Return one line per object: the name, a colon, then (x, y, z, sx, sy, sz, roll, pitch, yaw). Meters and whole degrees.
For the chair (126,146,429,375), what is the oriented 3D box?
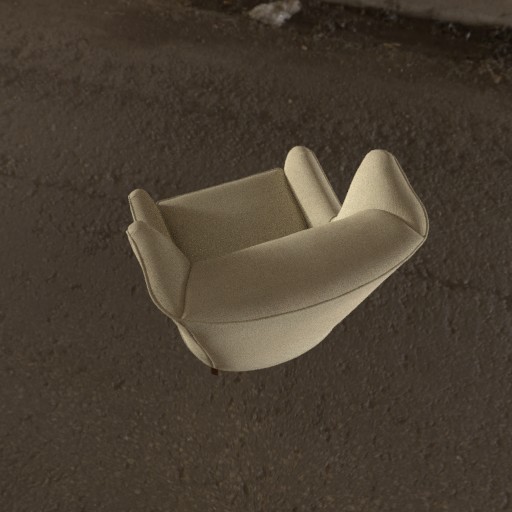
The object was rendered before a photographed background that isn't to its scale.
chair: (0.000, 0.000, 1.757, 0.838, 1.040, 0.966, -18, 59, -11)
